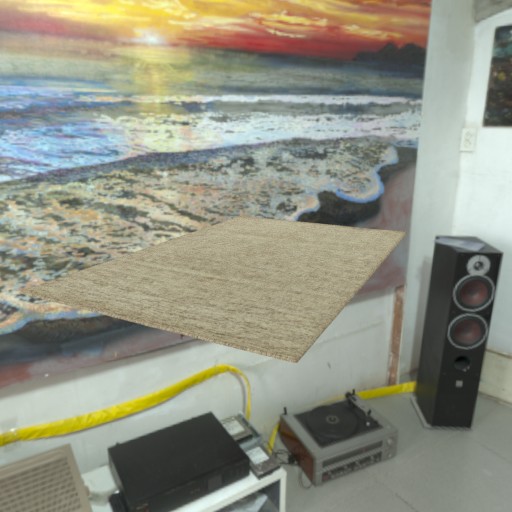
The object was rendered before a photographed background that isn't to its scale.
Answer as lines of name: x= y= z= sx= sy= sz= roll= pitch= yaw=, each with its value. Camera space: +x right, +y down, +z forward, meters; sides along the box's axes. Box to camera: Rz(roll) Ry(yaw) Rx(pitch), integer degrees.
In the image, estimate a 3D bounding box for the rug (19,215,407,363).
rug: x=0.000 y=0.000 z=2.296 sx=1.211 sy=0.018 sz=1.822 roll=8 pitch=18 yaw=26
